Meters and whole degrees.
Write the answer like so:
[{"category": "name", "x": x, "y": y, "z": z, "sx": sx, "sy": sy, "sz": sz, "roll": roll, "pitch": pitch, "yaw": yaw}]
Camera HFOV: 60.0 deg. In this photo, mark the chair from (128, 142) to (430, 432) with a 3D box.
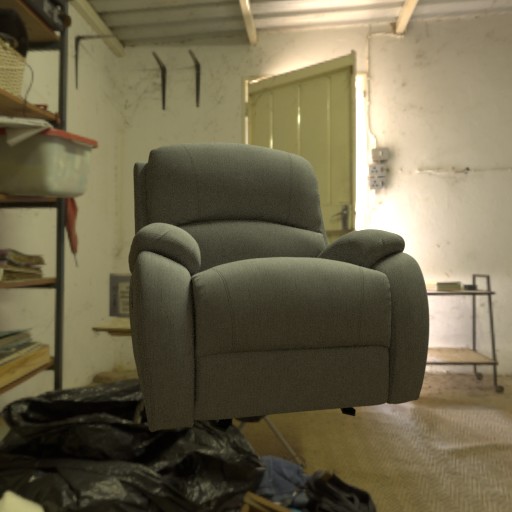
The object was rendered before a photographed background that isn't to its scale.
[{"category": "chair", "x": 0.000, "y": 0.000, "z": 1.685, "sx": 0.930, "sy": 1.011, "sz": 0.899, "roll": 0, "pitch": 0, "yaw": -18}]
